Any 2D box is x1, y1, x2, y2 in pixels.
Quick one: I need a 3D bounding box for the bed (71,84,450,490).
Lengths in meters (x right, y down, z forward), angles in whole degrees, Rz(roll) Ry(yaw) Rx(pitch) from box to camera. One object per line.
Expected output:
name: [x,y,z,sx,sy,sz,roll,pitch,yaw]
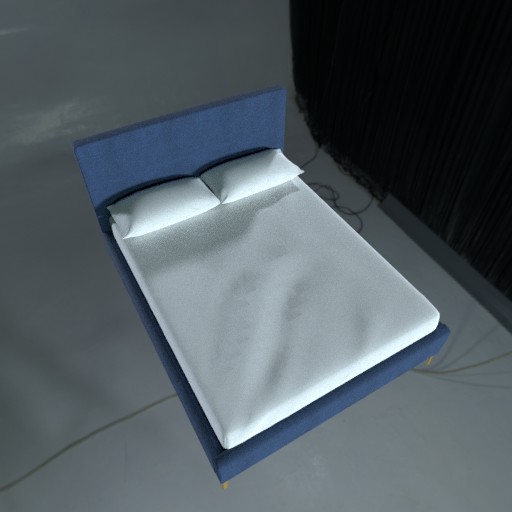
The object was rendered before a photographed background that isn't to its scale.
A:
bed: [0.000,0.000,3.117,1.723,1.231,2.172,-23,51,-20]
